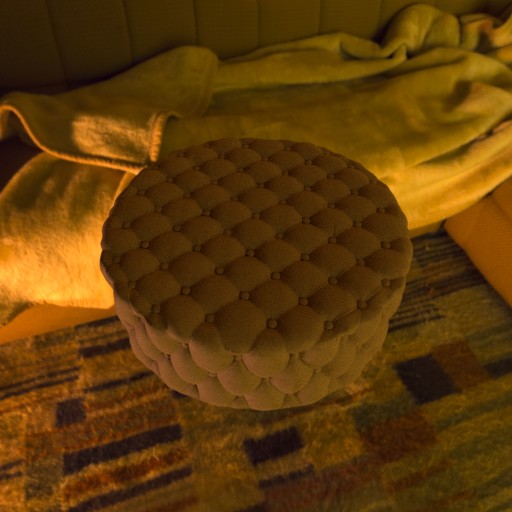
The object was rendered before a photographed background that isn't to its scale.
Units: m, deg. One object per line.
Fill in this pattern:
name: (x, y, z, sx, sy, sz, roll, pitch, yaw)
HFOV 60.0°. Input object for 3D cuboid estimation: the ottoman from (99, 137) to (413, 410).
ottoman: (0.000, 0.000, 1.537, 0.998, 0.399, 0.998, 0, 47, 0)
